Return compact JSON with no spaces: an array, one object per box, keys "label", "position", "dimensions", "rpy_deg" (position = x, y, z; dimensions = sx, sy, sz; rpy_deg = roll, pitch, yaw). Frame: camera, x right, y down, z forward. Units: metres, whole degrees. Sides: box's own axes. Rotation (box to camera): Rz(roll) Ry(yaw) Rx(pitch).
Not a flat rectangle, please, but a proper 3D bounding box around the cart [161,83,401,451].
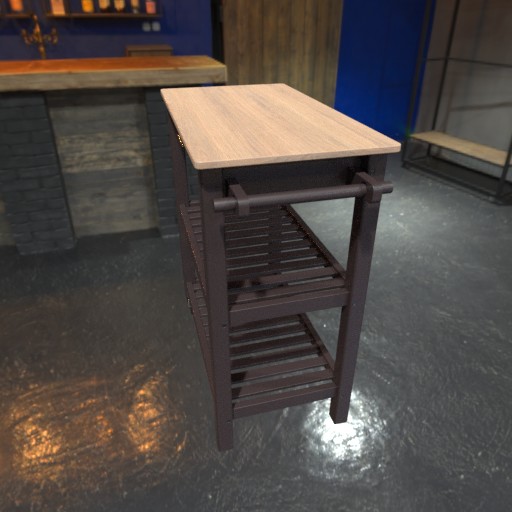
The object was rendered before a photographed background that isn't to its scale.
[{"label":"cart","position":[0.000,0.000,1.472],"dimensions":[0.457,0.927,0.899],"rpy_deg":[-8,31,-13]}]
